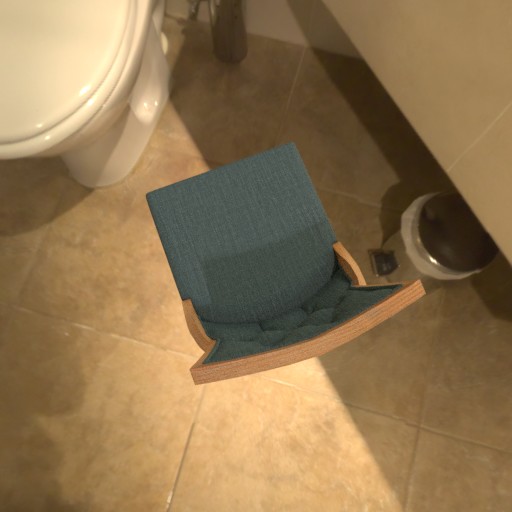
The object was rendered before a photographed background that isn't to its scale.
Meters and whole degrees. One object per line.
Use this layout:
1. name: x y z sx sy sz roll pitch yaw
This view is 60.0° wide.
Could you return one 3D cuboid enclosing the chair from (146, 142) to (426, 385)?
1. chair: 0.000 0.000 1.324 0.524 0.947 0.641 -21 77 -5
